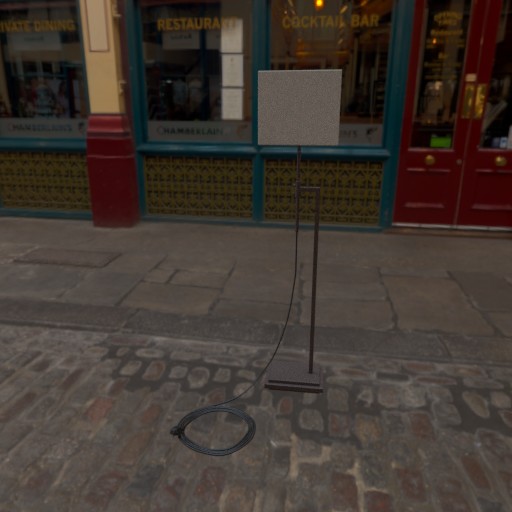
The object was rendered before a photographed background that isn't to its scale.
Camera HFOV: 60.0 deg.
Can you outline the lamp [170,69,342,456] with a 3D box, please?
[{"bbox_3d":[0.000,0.000,2.039,0.698,1.600,0.774,2,17,8],"label":"lamp"}]
